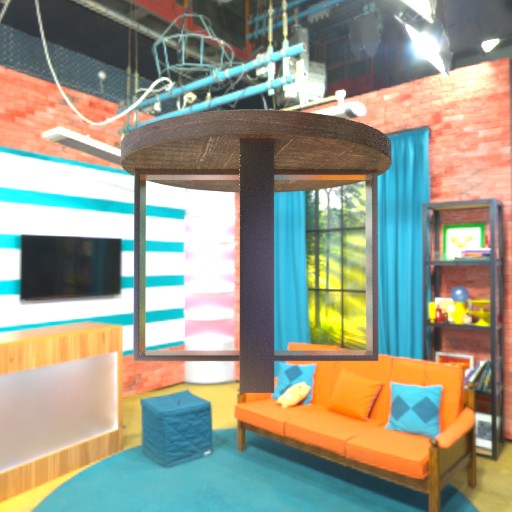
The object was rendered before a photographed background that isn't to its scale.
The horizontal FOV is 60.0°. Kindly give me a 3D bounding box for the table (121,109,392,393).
[{"bbox_3d":[0.000,0.000,0.950,0.557,0.437,0.557,0,-1,0],"label":"table"}]
